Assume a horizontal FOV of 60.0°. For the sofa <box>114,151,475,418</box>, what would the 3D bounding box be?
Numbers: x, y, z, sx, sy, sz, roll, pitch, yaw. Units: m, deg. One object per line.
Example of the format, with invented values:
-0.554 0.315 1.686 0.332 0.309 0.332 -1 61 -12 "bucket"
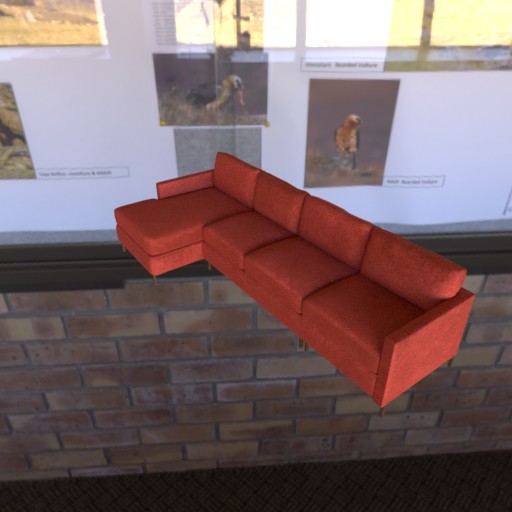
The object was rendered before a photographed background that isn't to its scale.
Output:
0.000 0.000 4.139 1.500 0.967 3.400 -21 37 -30 "sofa"
